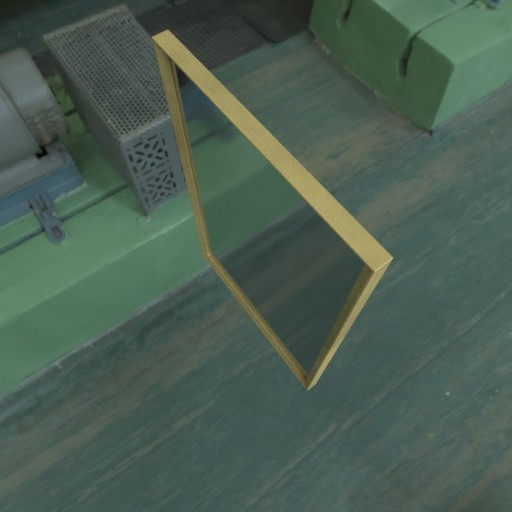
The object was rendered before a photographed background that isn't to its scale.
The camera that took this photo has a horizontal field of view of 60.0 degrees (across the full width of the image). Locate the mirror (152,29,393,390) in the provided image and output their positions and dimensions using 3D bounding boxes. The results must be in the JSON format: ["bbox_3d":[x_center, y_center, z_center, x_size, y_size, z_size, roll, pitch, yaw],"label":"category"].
[{"bbox_3d":[0.000,0.000,1.141,0.041,0.915,0.609,-33,68,-16],"label":"mirror"}]
